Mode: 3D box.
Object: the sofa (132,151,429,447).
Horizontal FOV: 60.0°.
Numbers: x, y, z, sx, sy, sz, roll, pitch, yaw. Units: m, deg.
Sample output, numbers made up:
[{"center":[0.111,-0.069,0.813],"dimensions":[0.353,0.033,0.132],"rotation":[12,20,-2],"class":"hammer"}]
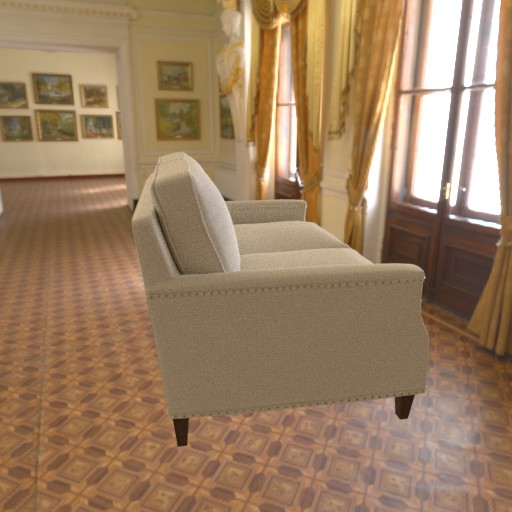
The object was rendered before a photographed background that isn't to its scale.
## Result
[{"center":[0.000,0.000,2.266],"dimensions":[1.084,1.003,1.597],"rotation":[-3,17,-10],"class":"sofa"}]
